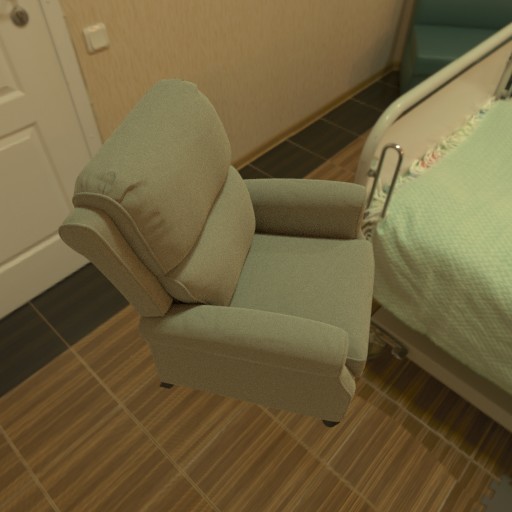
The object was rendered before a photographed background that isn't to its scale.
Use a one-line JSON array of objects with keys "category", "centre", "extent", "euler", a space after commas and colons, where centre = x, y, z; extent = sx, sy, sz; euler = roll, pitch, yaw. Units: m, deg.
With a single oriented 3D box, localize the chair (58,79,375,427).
[{"category": "chair", "centre": [0.000, 0.000, 1.670], "extent": [0.919, 1.046, 0.859], "euler": [10, 49, 9]}]
